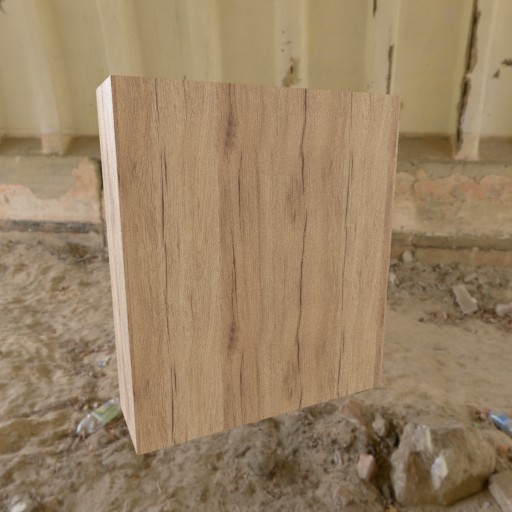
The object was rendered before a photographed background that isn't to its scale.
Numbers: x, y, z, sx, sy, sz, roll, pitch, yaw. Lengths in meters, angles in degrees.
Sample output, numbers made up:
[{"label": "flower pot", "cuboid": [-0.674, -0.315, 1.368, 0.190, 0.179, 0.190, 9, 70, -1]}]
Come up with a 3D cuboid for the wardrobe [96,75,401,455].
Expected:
[{"label": "wardrobe", "cuboid": [0.000, 0.000, 2.970, 1.810, 2.070, 0.580, -6, 15, -25]}]
